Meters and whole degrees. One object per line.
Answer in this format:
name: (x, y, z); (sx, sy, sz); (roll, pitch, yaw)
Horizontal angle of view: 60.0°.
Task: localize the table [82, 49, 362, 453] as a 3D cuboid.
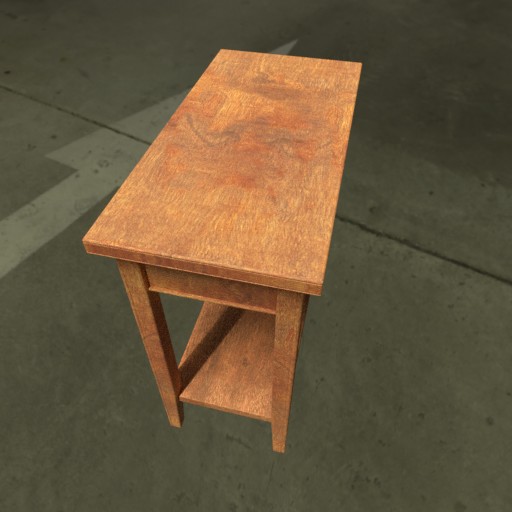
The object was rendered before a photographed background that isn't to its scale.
table: (0.000, 0.000, 0.957); (0.305, 0.610, 0.610); (10, 47, 9)
